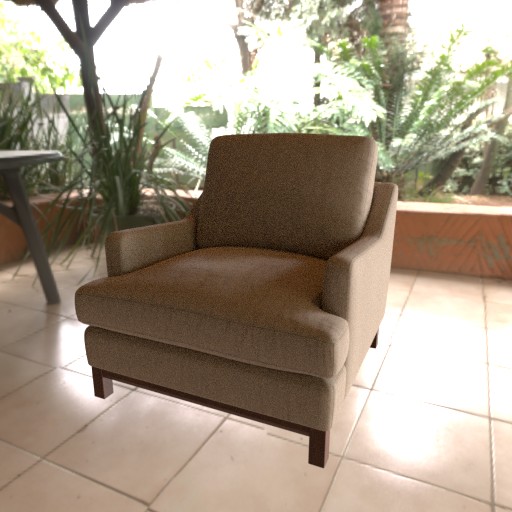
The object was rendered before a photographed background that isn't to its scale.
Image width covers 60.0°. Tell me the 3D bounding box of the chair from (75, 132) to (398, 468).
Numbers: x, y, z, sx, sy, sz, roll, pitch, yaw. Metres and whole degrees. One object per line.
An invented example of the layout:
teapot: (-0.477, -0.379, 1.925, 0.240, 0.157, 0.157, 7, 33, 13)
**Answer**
chair: (0.000, 0.000, 1.704, 0.912, 0.916, 1.001, 7, 17, 24)
